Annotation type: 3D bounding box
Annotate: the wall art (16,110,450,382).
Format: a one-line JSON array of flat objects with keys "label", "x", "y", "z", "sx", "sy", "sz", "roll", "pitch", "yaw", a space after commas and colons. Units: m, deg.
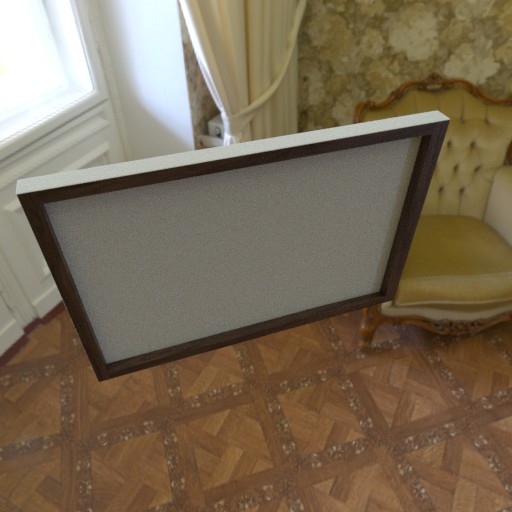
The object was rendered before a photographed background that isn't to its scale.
[{"label": "wall art", "x": 0.000, "y": 0.000, "z": 1.115, "sx": 0.914, "sy": 0.610, "sz": 0.050, "roll": -13, "pitch": 44, "yaw": -14}]
